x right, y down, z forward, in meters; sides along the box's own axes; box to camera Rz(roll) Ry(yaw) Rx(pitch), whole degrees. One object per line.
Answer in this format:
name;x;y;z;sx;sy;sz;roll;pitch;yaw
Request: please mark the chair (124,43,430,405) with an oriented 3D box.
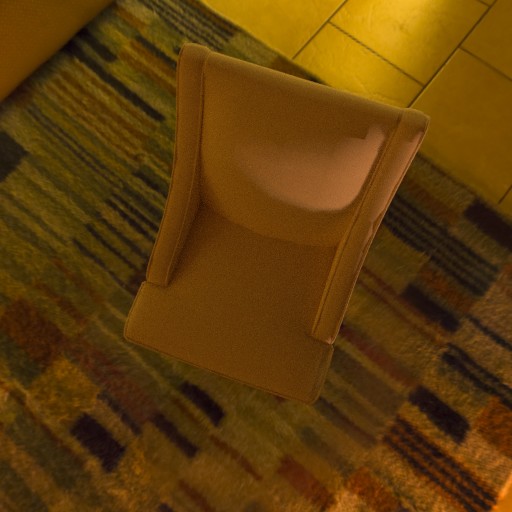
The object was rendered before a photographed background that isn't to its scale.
chair;0.000;0.000;1.476;0.689;0.886;0.806;19;77;4
